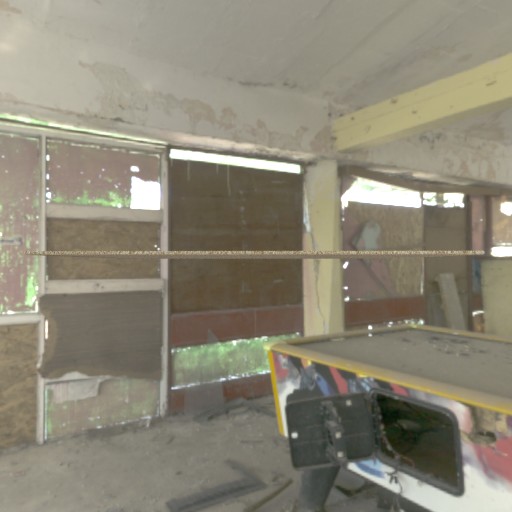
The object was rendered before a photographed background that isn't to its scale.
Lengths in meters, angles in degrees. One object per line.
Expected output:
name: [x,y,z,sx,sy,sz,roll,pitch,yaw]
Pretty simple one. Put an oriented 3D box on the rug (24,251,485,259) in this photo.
rug: [0.000,0.000,4.080,3.000,0.025,2.400,0,-1,2]
